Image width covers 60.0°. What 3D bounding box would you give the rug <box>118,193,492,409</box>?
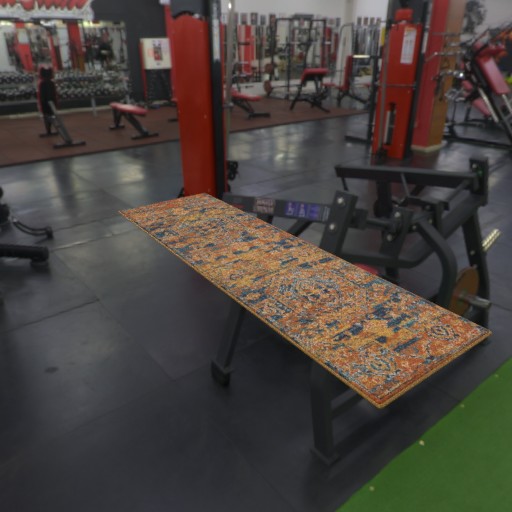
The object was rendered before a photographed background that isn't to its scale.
[{"bbox_3d":[0.000,0.000,1.938,0.556,0.013,1.820,-18,31,-32],"label":"rug"}]
